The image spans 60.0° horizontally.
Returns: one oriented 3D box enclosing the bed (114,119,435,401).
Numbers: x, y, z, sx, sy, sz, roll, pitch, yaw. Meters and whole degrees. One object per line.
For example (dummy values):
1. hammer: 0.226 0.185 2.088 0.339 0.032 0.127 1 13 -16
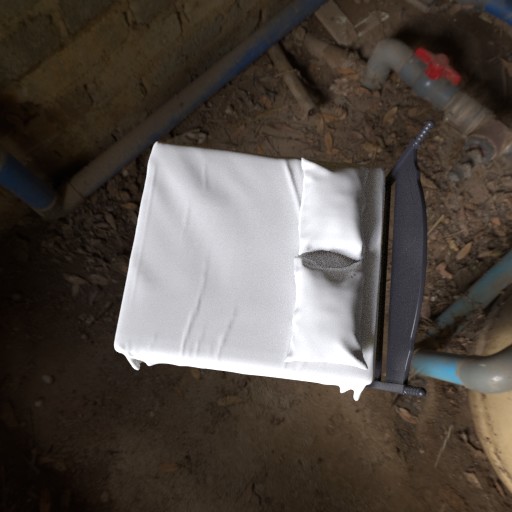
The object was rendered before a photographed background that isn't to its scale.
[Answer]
1. bed: 0.000 0.000 3.204 2.040 1.356 1.873 7 76 2
